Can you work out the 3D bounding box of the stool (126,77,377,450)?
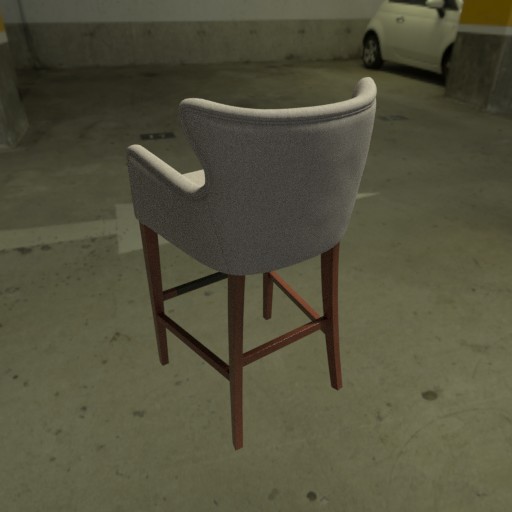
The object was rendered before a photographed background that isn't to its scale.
[{"bbox_3d":[0.000,0.000,1.399,0.575,1.047,0.575,-19,35,-30],"label":"stool"}]
